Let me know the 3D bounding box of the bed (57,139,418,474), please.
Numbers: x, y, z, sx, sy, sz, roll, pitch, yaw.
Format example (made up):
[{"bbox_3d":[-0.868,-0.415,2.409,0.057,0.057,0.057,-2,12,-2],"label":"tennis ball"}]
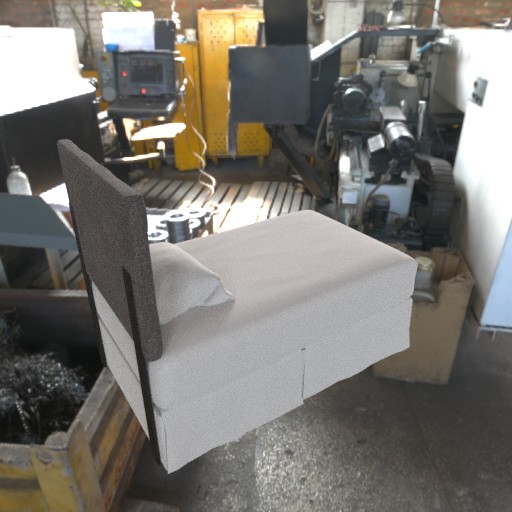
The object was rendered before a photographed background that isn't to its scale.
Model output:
[{"bbox_3d":[0.000,0.000,2.933,1.997,1.571,1.261,-17,32,-30],"label":"bed"}]
